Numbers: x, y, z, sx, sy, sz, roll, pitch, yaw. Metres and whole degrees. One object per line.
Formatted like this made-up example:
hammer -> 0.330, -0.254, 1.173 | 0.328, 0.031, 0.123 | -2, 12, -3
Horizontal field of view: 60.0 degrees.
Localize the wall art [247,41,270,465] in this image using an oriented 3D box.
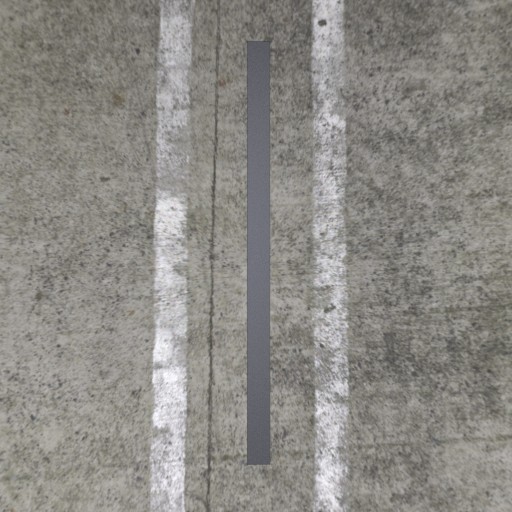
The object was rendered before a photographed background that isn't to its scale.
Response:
wall art -> 0.000, 0.000, 0.538 | 0.018, 0.397, 0.325 | 0, 89, -1
